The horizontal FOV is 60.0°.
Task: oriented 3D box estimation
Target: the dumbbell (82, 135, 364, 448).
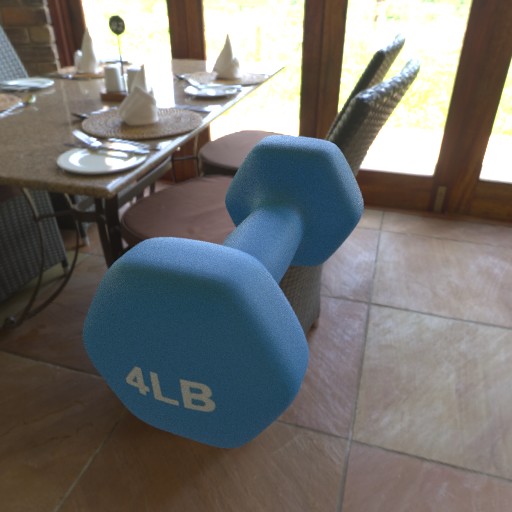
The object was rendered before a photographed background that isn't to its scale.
[{"bbox_3d":[0.000,0.000,0.187,0.074,0.066,0.152,11,33,17],"label":"dumbbell"}]
